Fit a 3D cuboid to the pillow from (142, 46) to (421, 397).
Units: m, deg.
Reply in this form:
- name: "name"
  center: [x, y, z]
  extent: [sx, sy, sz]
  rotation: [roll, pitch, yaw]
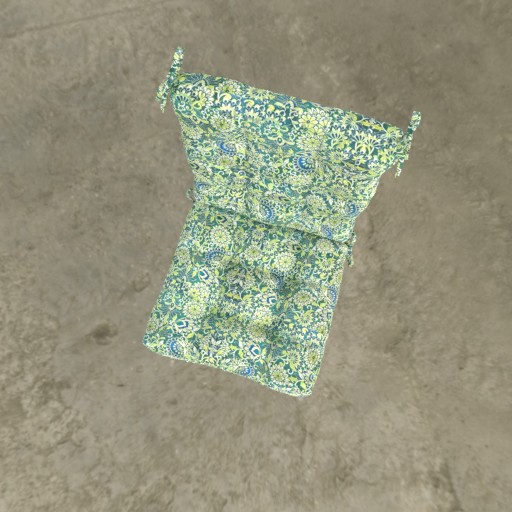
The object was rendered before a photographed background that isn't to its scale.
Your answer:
- name: "pillow"
  center: [0.000, 0.000, 1.034]
  extent: [0.519, 0.605, 0.571]
  rotation: [16, 77, 4]
